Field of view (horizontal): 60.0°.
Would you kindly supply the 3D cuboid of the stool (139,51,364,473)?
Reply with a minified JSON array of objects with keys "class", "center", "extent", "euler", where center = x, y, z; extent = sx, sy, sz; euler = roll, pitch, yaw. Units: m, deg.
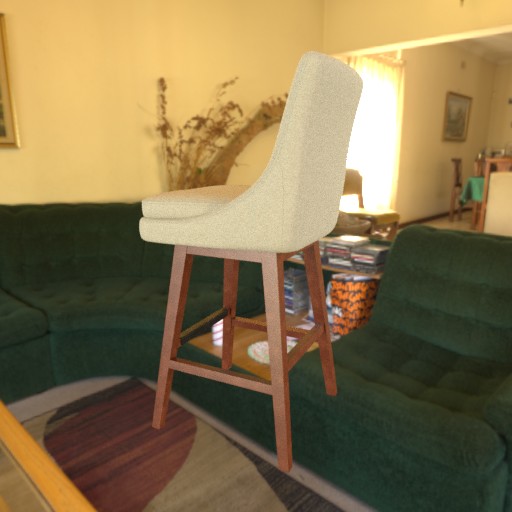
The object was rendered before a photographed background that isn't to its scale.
[{"class":"stool","center":[0.000,0.000,1.400],"extent":[0.559,1.092,0.470],"euler":[7,15,26]}]
